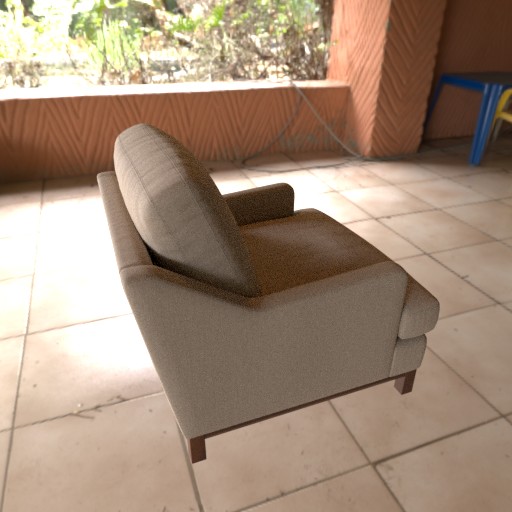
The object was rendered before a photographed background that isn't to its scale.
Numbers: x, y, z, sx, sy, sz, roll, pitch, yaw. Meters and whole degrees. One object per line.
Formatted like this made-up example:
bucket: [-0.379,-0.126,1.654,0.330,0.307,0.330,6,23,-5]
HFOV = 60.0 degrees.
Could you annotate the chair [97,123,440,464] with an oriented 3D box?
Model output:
chair: [0.000,0.000,1.651,1.001,0.916,0.912,-10,30,-19]
